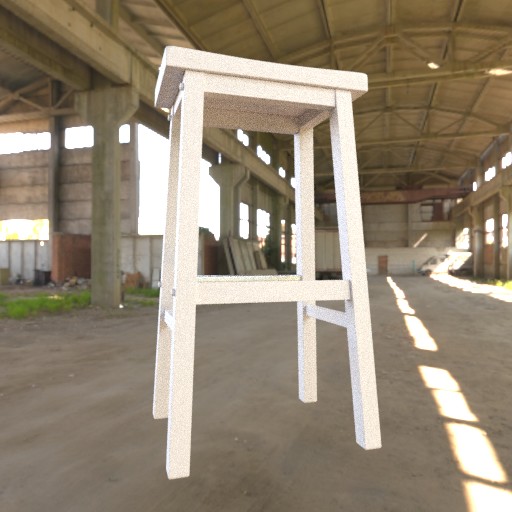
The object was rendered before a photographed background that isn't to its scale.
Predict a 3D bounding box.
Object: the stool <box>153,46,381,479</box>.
[{"bbox_3d":[0.000,0.000,0.947,0.406,0.742,0.322,0,0,-18],"label":"stool"}]
